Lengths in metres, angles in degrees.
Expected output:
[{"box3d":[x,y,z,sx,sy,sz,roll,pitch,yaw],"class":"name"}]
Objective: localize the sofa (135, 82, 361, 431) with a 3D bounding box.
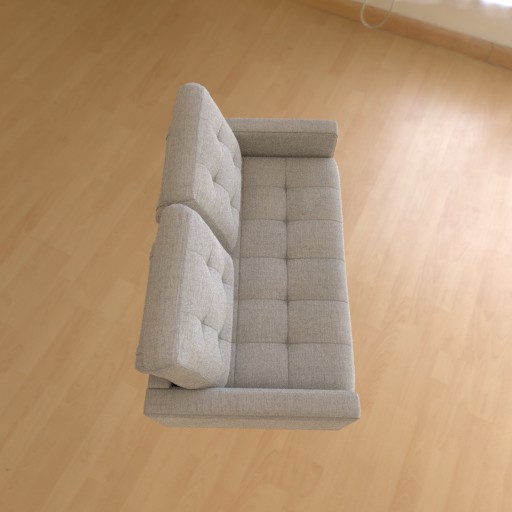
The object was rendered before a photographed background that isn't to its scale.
[{"box3d":[0.000,0.000,1.984,0.842,0.907,1.407,1,64,1],"class":"sofa"}]
